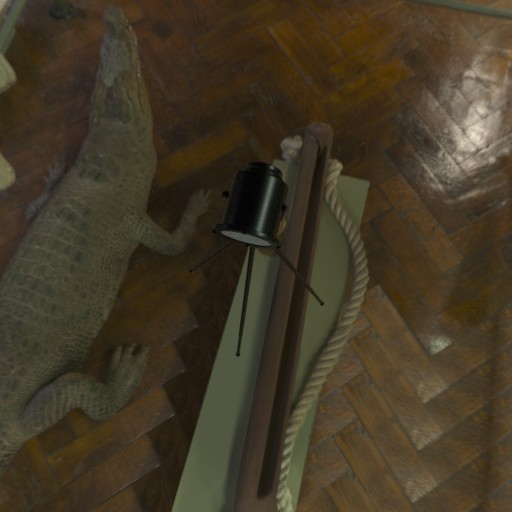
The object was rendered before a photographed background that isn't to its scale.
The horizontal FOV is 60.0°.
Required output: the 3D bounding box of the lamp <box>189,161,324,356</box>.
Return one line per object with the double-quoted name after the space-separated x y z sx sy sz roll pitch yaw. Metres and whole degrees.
0.000 0.000 2.095 0.879 1.504 0.884 14 75 4 "lamp"
